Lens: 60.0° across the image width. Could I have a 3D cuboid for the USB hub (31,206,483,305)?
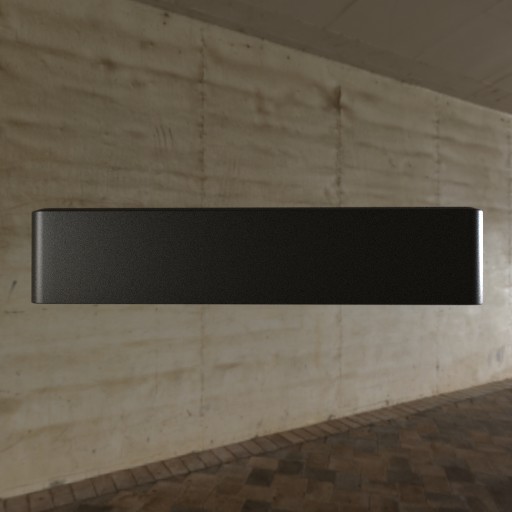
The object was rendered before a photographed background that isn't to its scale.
[{"bbox_3d":[0.000,0.000,0.126,0.110,0.023,0.044,0,0,2],"label":"USB hub"}]
